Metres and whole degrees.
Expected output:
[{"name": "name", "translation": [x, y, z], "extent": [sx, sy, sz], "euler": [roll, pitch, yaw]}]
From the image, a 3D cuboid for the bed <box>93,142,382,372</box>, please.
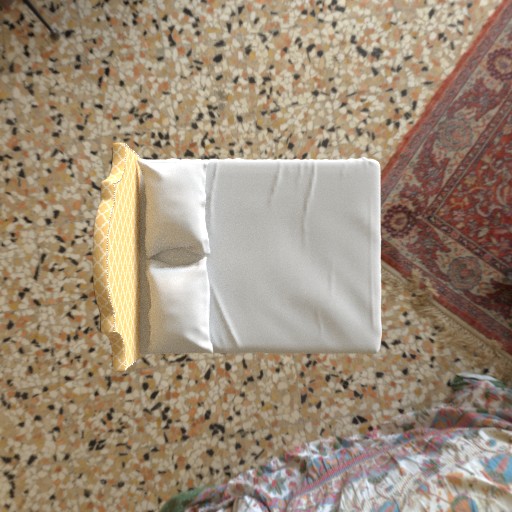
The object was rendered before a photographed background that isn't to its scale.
[{"name": "bed", "translation": [0.000, 0.000, 3.465], "extent": [2.222, 1.633, 1.780], "euler": [0, 90, 0]}]
